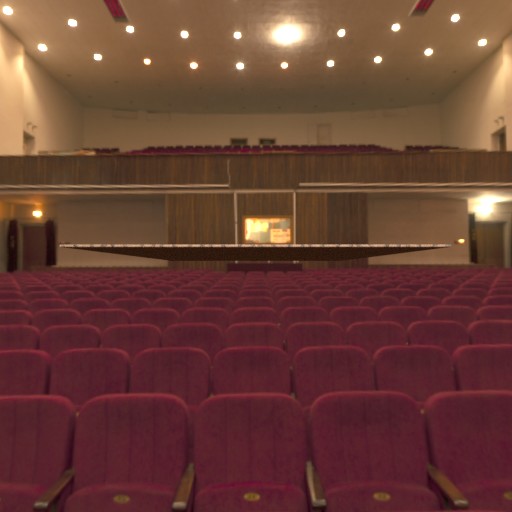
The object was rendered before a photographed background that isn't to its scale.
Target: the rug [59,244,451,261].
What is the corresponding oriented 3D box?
[{"bbox_3d":[0.000,0.000,2.290,1.220,0.008,1.824,0,-2,0],"label":"rug"}]
